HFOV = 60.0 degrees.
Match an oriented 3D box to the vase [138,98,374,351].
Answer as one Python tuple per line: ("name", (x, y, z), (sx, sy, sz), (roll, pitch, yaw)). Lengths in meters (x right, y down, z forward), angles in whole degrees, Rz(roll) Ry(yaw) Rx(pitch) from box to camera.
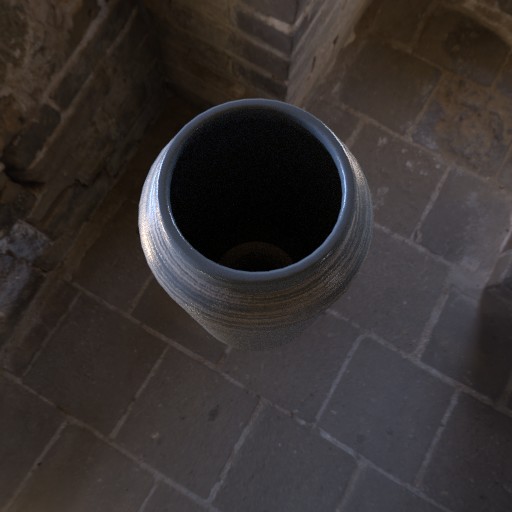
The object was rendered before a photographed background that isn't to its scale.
("vase", (0.000, 0.000, 0.299), (0.116, 0.230, 0.116), (0, 75, 0))
